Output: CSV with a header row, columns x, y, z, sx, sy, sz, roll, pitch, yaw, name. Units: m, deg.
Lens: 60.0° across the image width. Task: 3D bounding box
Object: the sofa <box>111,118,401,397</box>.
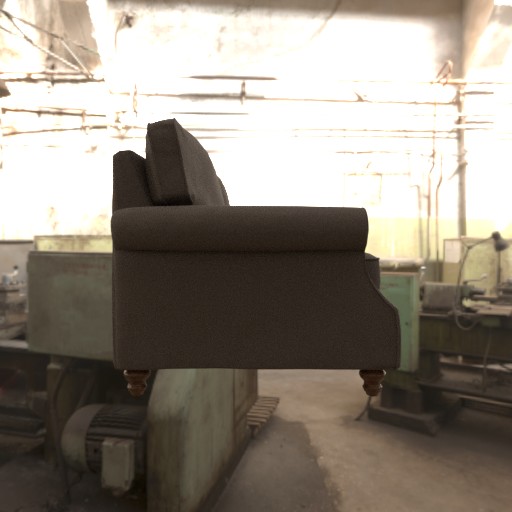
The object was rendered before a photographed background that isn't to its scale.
x,y,z,sx,sy,sz,roll,pitch,yaw,name
0.000,0.000,2.185,0.964,0.937,1.665,0,1,0,sofa
